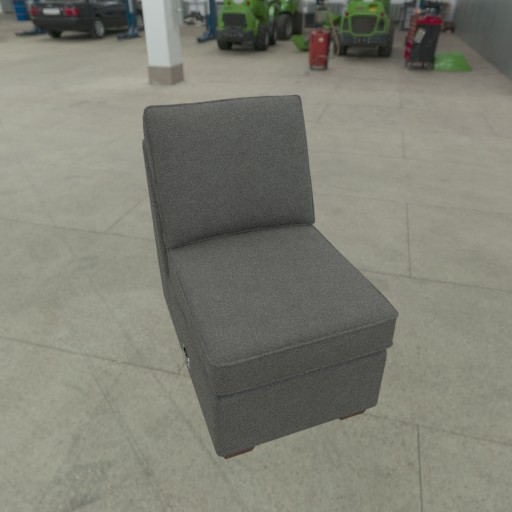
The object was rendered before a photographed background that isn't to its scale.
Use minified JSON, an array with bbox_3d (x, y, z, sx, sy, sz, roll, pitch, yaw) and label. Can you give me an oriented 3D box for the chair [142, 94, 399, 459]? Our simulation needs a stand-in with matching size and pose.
[{"bbox_3d":[0.000,0.000,1.610,0.621,0.970,0.938,-11,33,-17],"label":"chair"}]
